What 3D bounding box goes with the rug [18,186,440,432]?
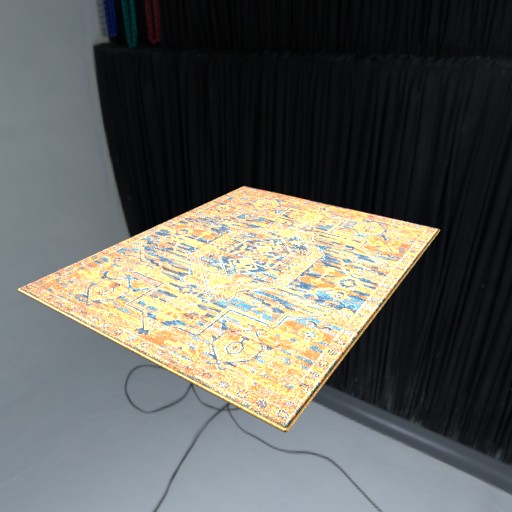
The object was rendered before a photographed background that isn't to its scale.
[{"bbox_3d":[0.000,0.000,3.963,2.435,0.031,3.040,17,32,30],"label":"rug"}]
